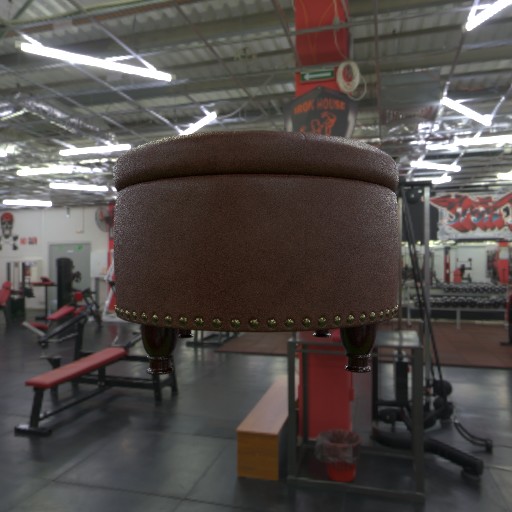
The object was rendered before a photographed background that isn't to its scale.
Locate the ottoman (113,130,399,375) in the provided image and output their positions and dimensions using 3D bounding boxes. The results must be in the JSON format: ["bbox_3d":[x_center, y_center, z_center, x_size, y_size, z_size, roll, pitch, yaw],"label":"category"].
[{"bbox_3d":[0.000,0.000,1.038,0.637,0.442,0.637,0,0,0],"label":"ottoman"}]
